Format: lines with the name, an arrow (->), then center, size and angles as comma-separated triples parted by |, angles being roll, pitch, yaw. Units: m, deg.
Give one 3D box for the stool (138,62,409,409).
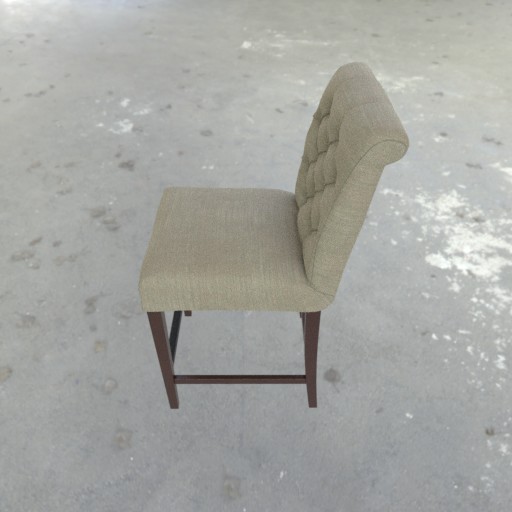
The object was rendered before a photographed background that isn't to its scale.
stool -> 0.000, 0.000, 1.435 | 0.660, 1.084, 0.486 | 0, 42, 0
